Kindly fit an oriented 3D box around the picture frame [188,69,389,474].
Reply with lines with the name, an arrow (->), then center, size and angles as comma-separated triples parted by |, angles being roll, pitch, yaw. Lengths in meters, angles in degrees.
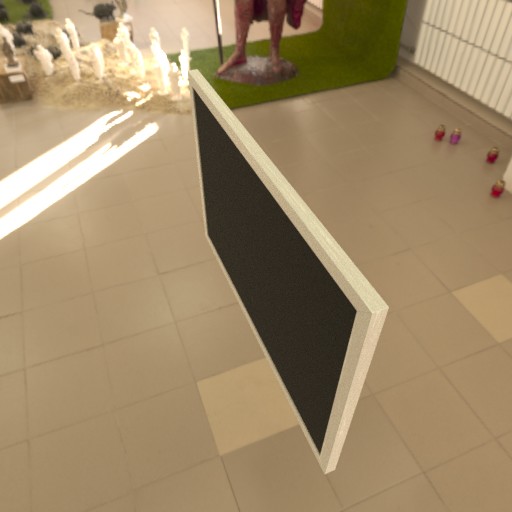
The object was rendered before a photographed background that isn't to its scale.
picture frame -> 0.000, 0.000, 1.187 | 0.029, 0.640, 0.950 | -16, 47, -16
